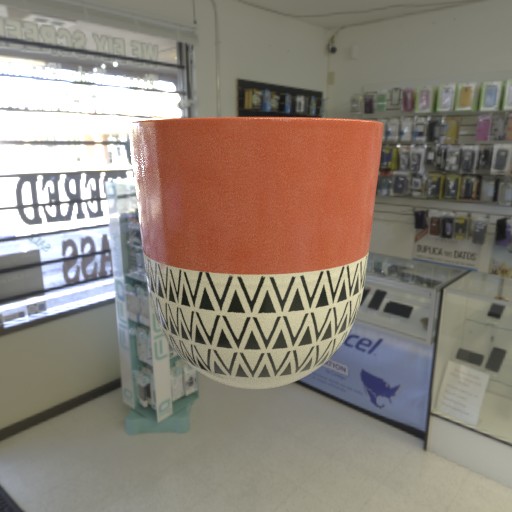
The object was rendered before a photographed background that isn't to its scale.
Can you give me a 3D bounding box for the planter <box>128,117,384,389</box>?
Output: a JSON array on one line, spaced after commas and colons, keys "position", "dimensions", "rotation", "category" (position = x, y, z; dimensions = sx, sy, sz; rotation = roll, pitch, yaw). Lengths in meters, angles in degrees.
[{"position": [0.000, 0.000, 0.377], "dimensions": [0.195, 0.214, 0.195], "rotation": [0, 14, 0], "category": "planter"}]
